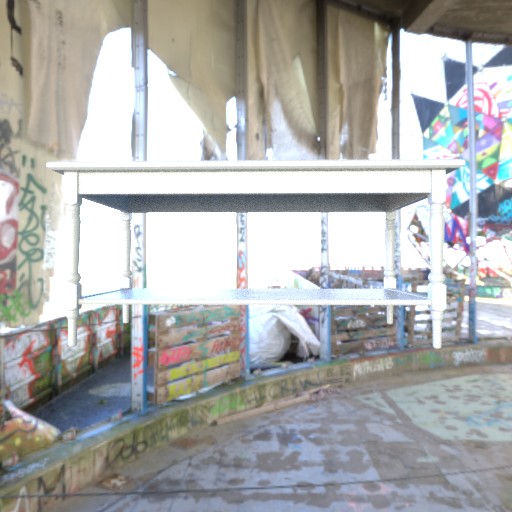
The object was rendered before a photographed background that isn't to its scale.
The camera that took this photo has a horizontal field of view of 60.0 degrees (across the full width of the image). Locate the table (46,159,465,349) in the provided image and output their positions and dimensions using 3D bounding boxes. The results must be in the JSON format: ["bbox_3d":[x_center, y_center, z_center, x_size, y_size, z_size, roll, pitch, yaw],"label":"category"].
[{"bbox_3d":[0.000,0.000,1.445,1.109,0.506,0.551,0,-1,1],"label":"table"}]
